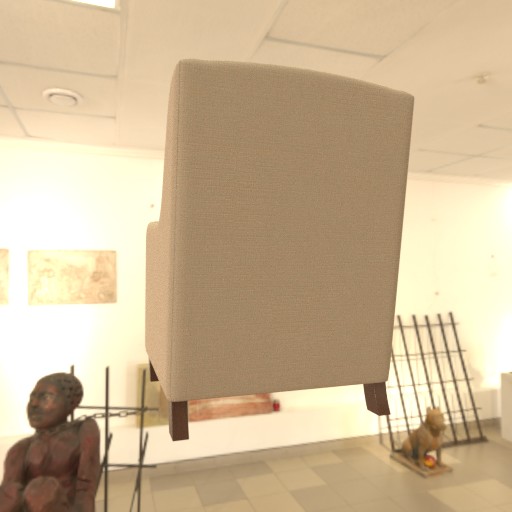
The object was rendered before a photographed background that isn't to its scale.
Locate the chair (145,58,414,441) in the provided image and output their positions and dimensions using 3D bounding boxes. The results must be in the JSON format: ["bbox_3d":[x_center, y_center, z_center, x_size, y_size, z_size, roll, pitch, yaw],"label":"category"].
[{"bbox_3d":[0.000,0.000,1.609,0.715,1.017,0.896,1,-2,-19],"label":"chair"}]
